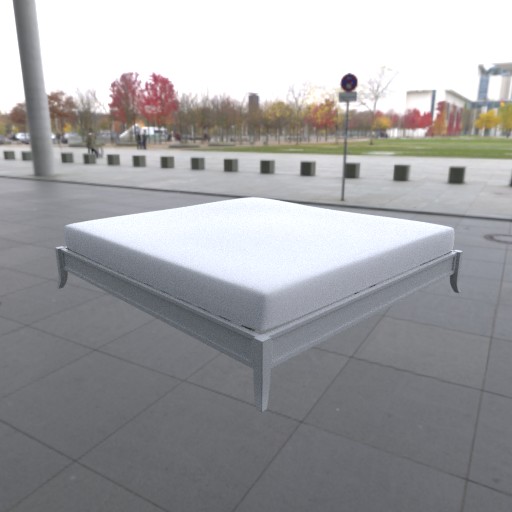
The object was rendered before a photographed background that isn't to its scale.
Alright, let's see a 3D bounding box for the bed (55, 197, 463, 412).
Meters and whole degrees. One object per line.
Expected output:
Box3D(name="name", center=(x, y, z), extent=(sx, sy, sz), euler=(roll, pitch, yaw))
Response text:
Box3D(name="bed", center=(0.000, 0.000, 3.126), extent=(2.007, 0.510, 2.108), euler=(-15, 21, -42))
